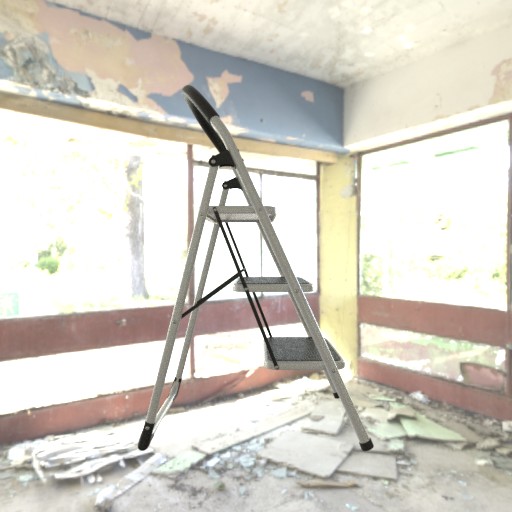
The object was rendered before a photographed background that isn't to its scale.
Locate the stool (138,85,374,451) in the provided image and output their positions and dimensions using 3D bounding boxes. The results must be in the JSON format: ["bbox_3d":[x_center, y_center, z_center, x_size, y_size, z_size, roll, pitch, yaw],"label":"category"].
[{"bbox_3d":[0.000,0.000,1.493,0.676,1.109,0.485,0,0,0],"label":"stool"}]
